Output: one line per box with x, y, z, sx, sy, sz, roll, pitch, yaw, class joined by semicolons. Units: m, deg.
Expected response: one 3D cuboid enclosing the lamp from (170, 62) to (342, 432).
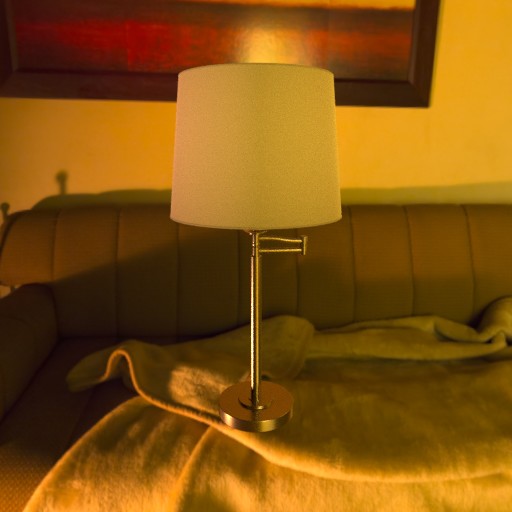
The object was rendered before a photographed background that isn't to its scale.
0.000;0.000;0.894;0.333;0.696;0.333;0;13;0;lamp
